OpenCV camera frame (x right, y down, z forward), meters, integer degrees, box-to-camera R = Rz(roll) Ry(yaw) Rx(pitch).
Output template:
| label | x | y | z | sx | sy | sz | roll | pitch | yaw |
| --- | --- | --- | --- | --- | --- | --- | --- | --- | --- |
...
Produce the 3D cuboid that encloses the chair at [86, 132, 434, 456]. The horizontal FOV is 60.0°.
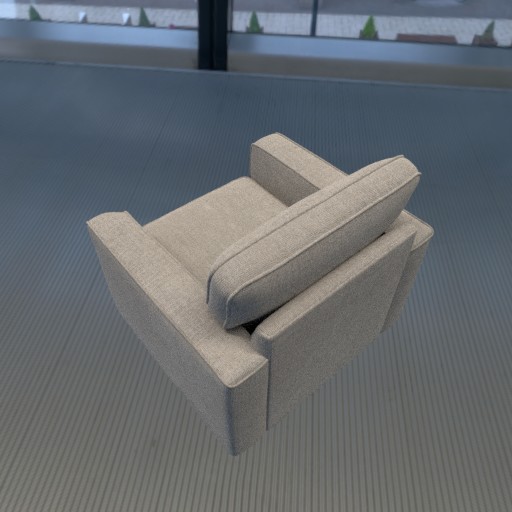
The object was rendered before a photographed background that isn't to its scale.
| label | x | y | z | sx | sy | sz | roll | pitch | yaw |
| --- | --- | --- | --- | --- | --- | --- | --- | --- | --- |
| chair | 0.000 | 0.000 | 1.811 | 1.015 | 0.965 | 0.939 | -32 | 55 | -26 |
